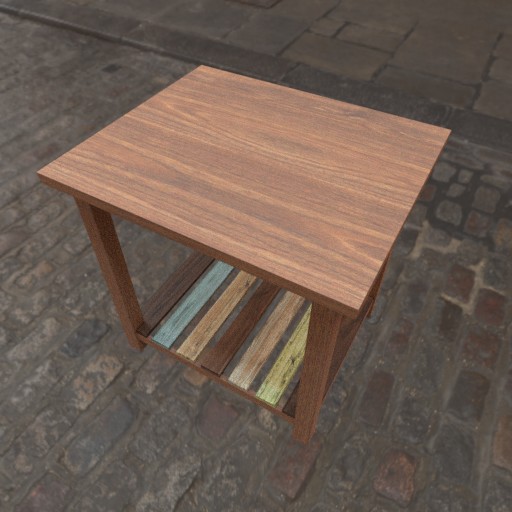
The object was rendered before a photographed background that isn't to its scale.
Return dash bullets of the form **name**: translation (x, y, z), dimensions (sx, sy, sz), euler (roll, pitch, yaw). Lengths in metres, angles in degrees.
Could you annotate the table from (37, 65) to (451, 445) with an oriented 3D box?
- **table**: translation (0.000, 0.000, 1.142), dimensions (0.660, 0.635, 0.559), euler (23, 51, 20)
